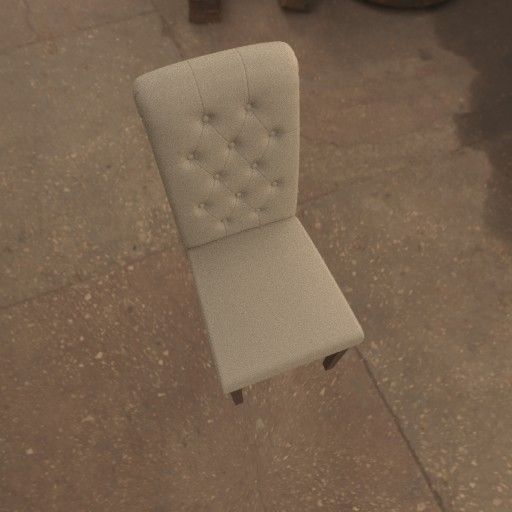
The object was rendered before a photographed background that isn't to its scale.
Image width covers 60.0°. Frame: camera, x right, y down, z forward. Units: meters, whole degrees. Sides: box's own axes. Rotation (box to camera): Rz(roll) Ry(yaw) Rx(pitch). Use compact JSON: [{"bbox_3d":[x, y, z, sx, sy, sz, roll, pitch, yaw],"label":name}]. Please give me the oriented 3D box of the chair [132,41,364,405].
[{"bbox_3d":[0.000,0.000,1.374,0.456,1.006,0.671,-18,64,-9],"label":"chair"}]
